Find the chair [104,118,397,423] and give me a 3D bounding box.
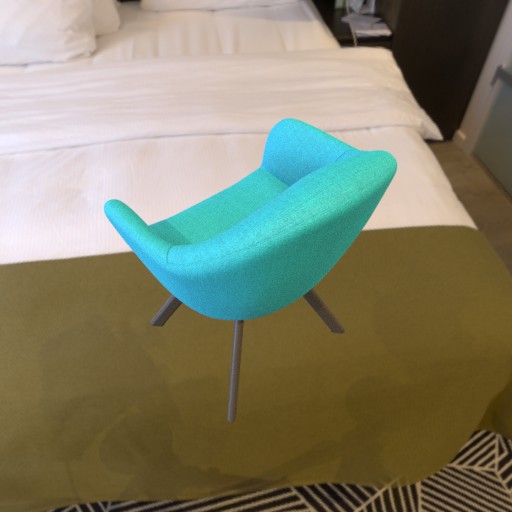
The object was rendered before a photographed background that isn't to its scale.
[{"bbox_3d":[0.000,0.000,1.188,0.590,0.795,0.550,-32,55,-25],"label":"chair"}]
